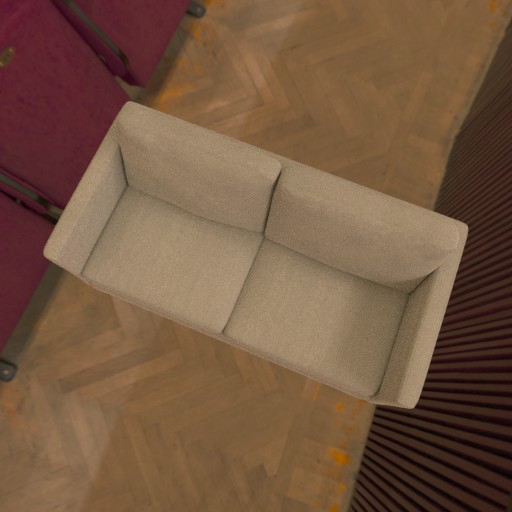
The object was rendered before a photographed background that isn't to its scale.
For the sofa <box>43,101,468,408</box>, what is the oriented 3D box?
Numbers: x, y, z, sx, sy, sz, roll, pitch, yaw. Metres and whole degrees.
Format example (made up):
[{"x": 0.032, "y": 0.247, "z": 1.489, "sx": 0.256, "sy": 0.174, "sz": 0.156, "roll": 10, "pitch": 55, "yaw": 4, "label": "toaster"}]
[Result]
[{"x": 0.000, "y": 0.000, "z": 2.386, "sx": 1.884, "sy": 0.963, "sz": 0.950, "roll": 21, "pitch": 76, "yaw": 6, "label": "sofa"}]
